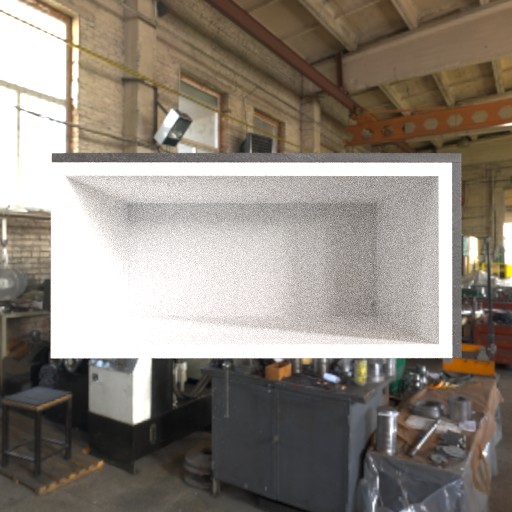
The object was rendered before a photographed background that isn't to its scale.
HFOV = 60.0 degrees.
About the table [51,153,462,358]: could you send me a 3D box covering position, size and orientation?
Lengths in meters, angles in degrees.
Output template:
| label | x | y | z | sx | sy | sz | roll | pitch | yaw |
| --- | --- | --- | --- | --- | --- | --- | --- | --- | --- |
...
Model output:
| label | x | y | z | sx | sy | sz | roll | pitch | yaw |
| --- | --- | --- | --- | --- | --- | --- | --- | --- | --- |
| table | 0.000 | 0.000 | 0.955 | 0.700 | 0.350 | 0.400 | 0 | 0 | 0 |
